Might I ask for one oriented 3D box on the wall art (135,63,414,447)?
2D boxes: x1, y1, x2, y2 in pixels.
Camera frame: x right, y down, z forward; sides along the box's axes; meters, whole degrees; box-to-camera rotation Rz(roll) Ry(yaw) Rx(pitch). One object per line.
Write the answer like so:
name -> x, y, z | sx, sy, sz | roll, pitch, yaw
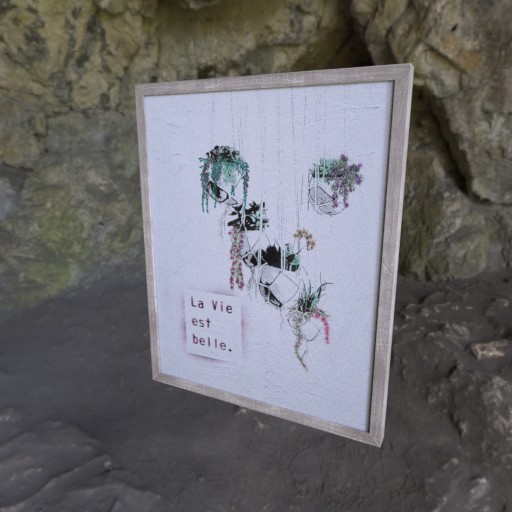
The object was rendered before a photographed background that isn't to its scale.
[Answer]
wall art -> 0.000, 0.000, 0.689 | 0.421, 0.521, 0.032 | 7, 16, 26
